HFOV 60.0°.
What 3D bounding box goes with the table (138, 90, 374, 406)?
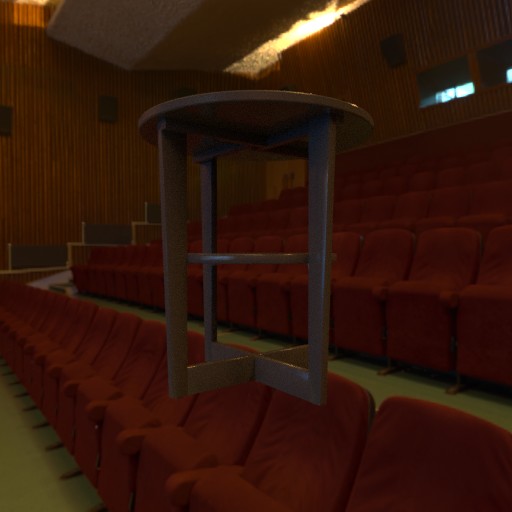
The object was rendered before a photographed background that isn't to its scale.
[{"bbox_3d":[0.000,0.000,0.977,0.500,0.550,0.500,0,1,0],"label":"table"}]
